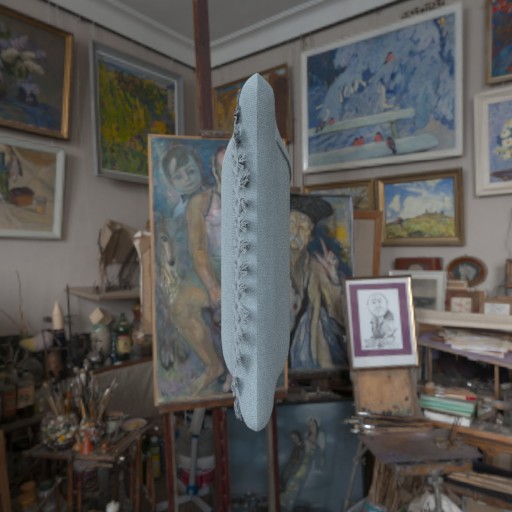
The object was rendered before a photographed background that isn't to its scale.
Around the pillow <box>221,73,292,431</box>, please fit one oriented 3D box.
[{"bbox_3d":[0.000,0.000,0.591,0.084,0.305,0.466,0,0,0],"label":"pillow"}]
